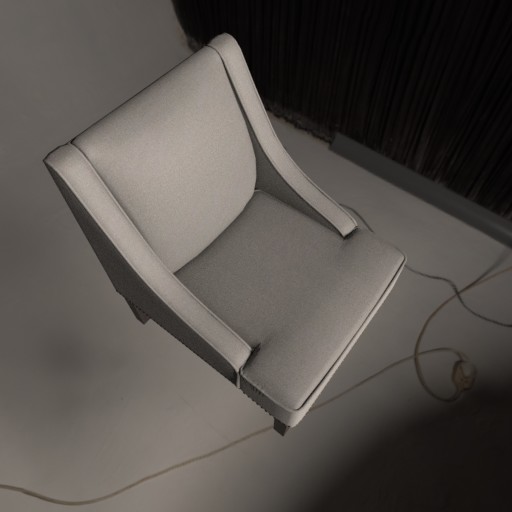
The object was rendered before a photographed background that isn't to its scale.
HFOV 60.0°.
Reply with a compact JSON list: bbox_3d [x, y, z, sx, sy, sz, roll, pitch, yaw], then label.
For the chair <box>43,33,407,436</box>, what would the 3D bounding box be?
[{"bbox_3d":[0.000,0.000,1.343,0.747,0.867,0.631,33,63,19],"label":"chair"}]
